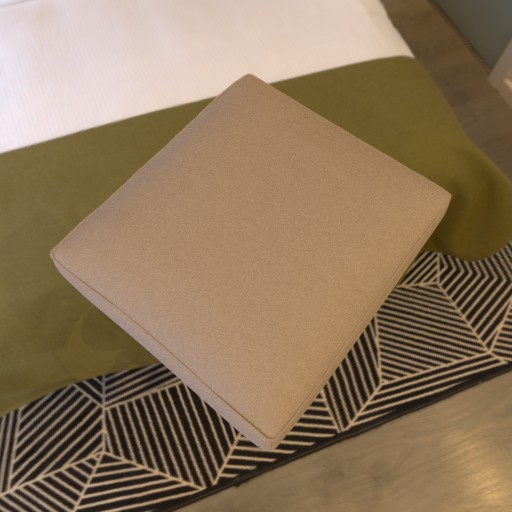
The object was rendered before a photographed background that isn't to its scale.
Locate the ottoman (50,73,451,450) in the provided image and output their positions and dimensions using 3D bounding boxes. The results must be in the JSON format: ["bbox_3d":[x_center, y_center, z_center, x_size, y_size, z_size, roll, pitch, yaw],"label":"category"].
[{"bbox_3d":[0.000,0.000,1.163,0.662,0.505,0.721,36,70,15],"label":"ottoman"}]
